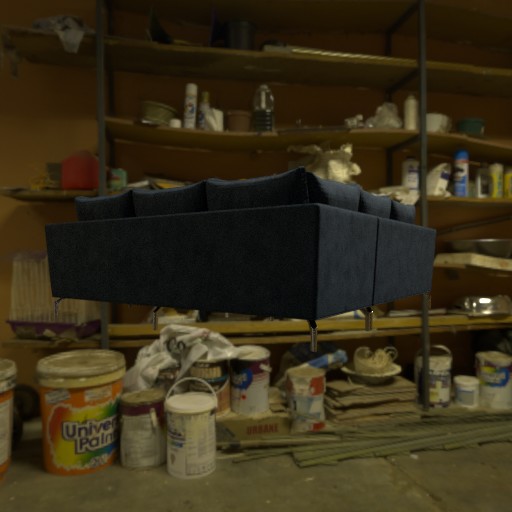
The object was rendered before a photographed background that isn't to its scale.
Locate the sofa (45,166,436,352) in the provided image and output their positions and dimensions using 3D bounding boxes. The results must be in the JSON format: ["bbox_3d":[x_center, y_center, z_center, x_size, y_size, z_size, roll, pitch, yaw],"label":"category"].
[{"bbox_3d":[0.000,0.000,3.892,2.463,0.988,2.472,0,0,35],"label":"sofa"}]
